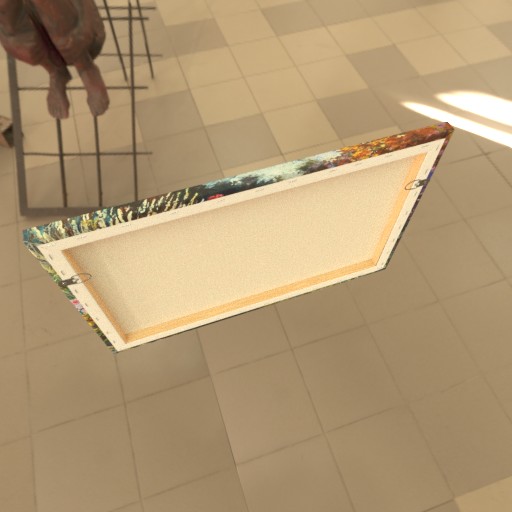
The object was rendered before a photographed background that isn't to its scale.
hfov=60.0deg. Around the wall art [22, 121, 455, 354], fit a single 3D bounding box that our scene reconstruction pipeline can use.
[{"bbox_3d":[0.000,0.000,1.441,1.136,0.760,0.042,-16,60,-10],"label":"wall art"}]
